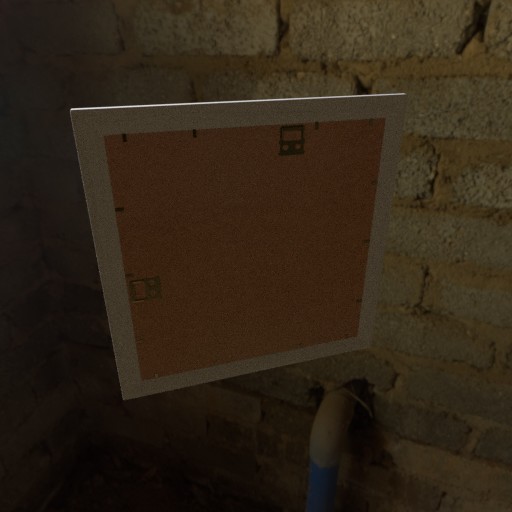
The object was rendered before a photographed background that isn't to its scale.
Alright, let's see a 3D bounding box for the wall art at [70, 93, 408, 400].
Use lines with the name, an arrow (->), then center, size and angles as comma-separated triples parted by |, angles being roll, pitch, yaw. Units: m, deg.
wall art -> 0.000, 0.000, 0.876 | 0.584, 0.584, 0.013 | -8, 28, -15
